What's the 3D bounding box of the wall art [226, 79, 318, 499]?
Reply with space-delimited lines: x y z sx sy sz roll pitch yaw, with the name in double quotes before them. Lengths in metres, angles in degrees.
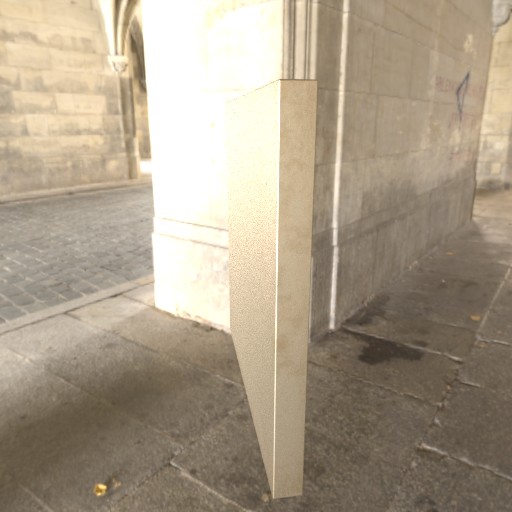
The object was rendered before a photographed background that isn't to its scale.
"wall art" 0.000 0.000 0.741 0.040 0.506 0.503 -3 17 -9
